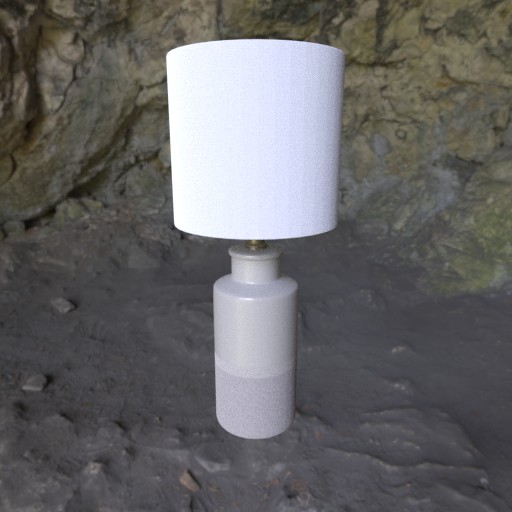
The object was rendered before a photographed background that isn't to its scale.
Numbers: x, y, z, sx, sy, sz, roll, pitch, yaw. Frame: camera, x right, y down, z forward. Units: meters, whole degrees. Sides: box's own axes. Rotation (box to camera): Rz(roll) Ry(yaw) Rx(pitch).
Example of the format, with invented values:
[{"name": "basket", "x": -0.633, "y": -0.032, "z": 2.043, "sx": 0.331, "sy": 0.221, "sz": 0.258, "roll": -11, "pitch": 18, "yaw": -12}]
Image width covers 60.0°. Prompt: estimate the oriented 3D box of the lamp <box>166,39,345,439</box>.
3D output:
[{"name": "lamp", "x": 0.000, "y": 0.000, "z": 0.597, "sx": 0.212, "sy": 0.493, "sz": 0.212, "roll": -3, "pitch": 15, "yaw": -10}]
